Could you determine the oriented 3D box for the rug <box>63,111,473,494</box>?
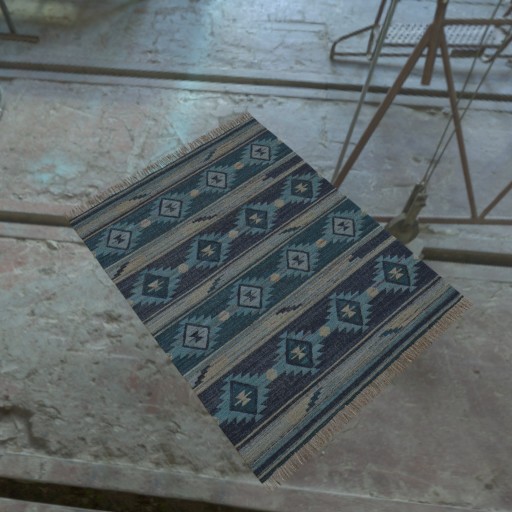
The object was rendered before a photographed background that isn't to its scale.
[{"bbox_3d":[0.000,0.000,4.260,2.418,0.047,3.307,-35,65,-19],"label":"rug"}]
